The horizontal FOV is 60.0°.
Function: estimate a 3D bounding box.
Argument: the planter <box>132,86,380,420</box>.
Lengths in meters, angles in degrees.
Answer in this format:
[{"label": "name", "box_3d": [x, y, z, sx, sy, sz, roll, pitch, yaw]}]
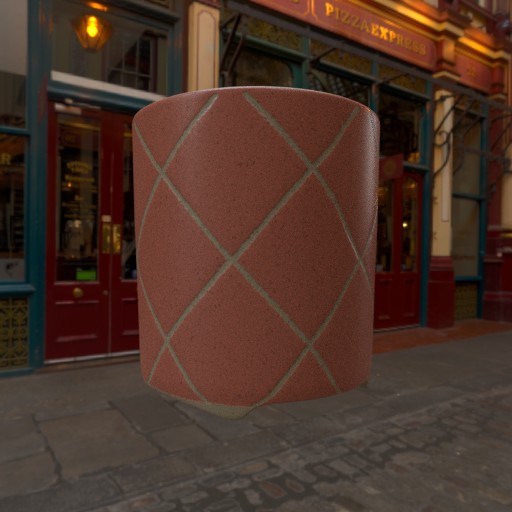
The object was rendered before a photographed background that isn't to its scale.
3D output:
[{"label": "planter", "box_3d": [0.000, 0.000, 0.354, 0.191, 0.200, 0.191, 0, 0, 0]}]
